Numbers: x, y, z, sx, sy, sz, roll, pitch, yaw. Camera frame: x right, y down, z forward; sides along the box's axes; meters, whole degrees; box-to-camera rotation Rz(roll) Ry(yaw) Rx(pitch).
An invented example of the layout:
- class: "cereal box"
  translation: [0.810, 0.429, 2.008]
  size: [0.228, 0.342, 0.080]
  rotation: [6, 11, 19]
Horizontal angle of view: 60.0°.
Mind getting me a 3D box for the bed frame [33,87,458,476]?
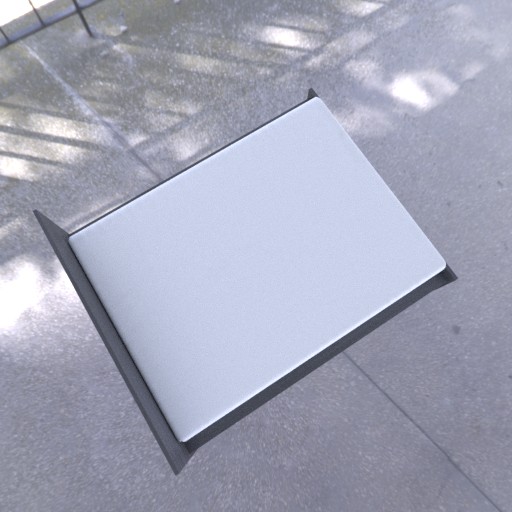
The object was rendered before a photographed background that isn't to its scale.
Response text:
- class: "bed frame"
  translation: [0.000, 0.000, 2.849]
  size: [1.960, 0.800, 1.622]
  rotation: [-32, 77, -8]
